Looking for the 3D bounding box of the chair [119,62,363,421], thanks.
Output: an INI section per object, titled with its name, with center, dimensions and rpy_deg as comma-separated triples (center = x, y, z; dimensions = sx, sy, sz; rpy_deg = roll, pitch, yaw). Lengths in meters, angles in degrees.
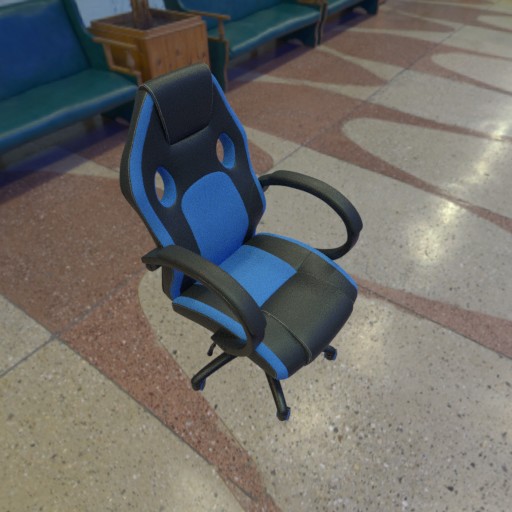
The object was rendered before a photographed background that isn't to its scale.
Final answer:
[chair]
center = 0.000, 0.000, 1.619
dimensions = 0.724, 1.187, 0.673
rpy_deg = 27, 48, 28
